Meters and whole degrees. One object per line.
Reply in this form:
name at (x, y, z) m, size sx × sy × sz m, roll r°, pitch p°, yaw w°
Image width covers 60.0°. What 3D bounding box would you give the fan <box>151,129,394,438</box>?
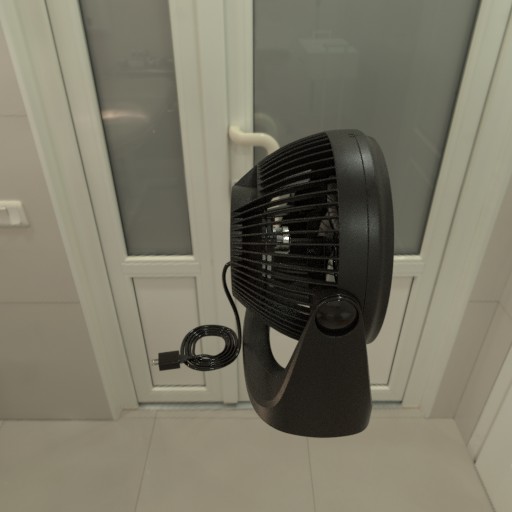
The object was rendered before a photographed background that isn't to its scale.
fan at (0.000, 0.000, 0.500) m, size 0.256 × 0.277 × 0.273 m, roll 0°, pitch 34°, yaw 0°
